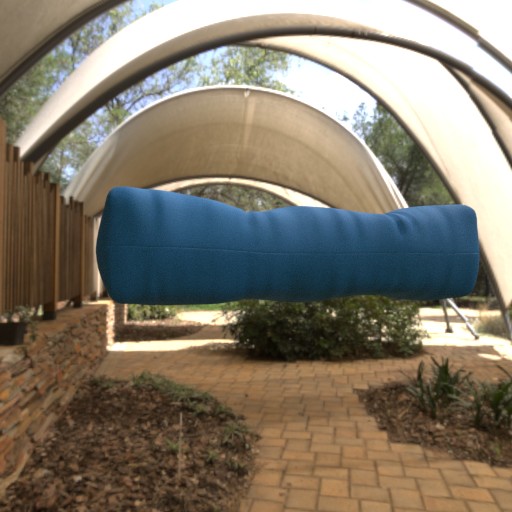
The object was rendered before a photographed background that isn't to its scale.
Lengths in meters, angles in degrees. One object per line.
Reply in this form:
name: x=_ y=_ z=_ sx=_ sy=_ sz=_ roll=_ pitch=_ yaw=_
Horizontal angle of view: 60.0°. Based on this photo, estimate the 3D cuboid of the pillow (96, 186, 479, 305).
pillow: x=0.000 y=0.000 z=0.717 sx=0.468 sy=0.128 sz=0.490 roll=1 pitch=-2 yaw=-17
